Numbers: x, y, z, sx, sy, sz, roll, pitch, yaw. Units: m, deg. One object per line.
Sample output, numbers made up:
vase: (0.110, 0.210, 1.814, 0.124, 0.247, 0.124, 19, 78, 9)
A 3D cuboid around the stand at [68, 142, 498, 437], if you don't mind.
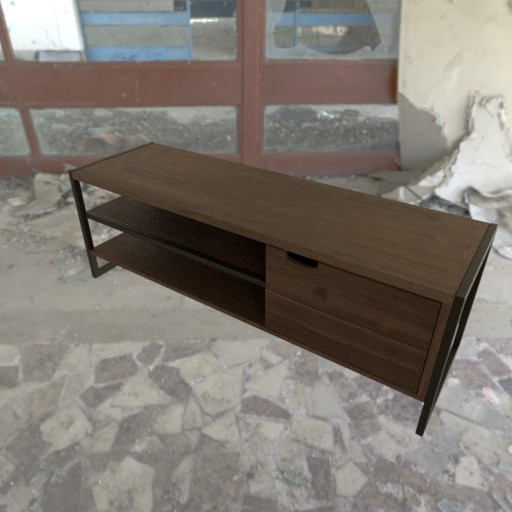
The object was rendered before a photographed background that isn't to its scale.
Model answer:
stand: (0.000, 0.000, 1.676, 1.480, 0.506, 0.454, 20, 37, 29)
